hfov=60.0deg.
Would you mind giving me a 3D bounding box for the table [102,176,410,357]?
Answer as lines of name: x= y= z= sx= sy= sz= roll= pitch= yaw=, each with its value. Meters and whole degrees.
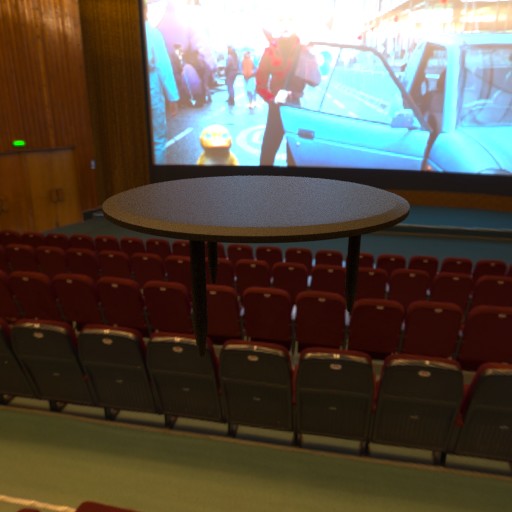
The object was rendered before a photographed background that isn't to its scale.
table: x=0.000 y=0.000 z=1.423 sx=0.900 sy=0.400 sz=0.900 roll=0 pitch=18 yaw=0
